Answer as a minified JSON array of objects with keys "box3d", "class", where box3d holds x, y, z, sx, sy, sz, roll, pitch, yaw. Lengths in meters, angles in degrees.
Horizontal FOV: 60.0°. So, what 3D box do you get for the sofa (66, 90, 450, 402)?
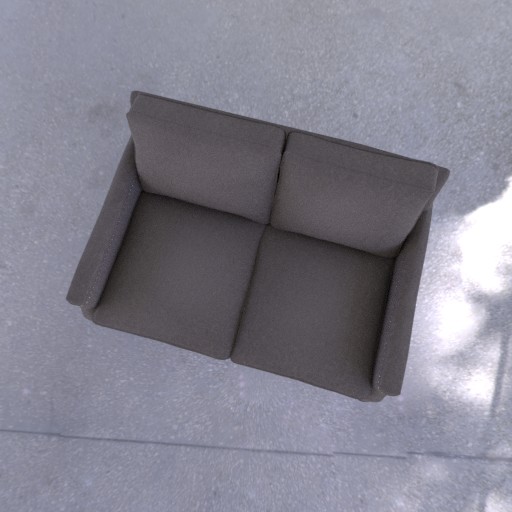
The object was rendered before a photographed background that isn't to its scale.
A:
[{"box3d":[0.000,0.000,2.231,1.597,1.003,1.084,15,76,4],"class":"sofa"}]
